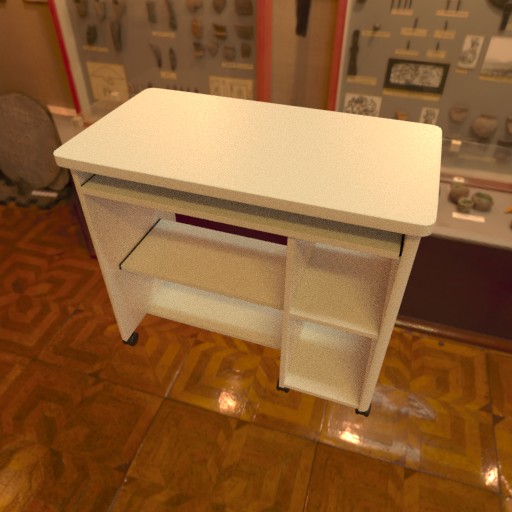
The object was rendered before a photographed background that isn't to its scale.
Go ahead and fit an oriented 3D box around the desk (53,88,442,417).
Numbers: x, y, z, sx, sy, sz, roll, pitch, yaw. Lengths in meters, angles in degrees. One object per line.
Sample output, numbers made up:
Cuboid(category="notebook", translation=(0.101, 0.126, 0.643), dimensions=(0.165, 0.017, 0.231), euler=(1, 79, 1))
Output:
Cuboid(category="desk", translation=(0.000, 0.000, 1.352), dimensions=(0.877, 0.763, 0.475), euler=(13, 42, 14))
